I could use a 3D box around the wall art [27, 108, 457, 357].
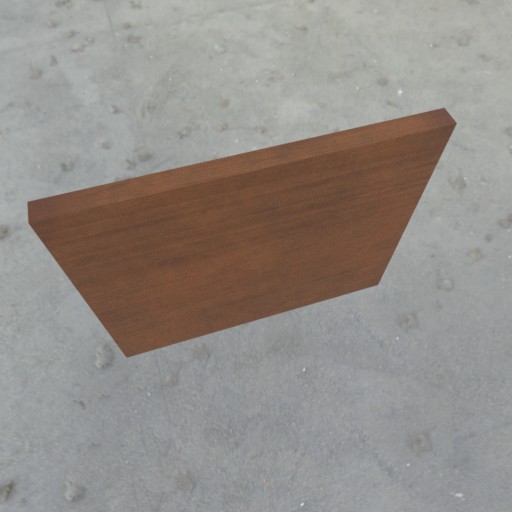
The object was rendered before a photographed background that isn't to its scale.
[{"bbox_3d":[0.000,0.000,0.755,0.558,0.457,0.033,-15,59,-9],"label":"wall art"}]
